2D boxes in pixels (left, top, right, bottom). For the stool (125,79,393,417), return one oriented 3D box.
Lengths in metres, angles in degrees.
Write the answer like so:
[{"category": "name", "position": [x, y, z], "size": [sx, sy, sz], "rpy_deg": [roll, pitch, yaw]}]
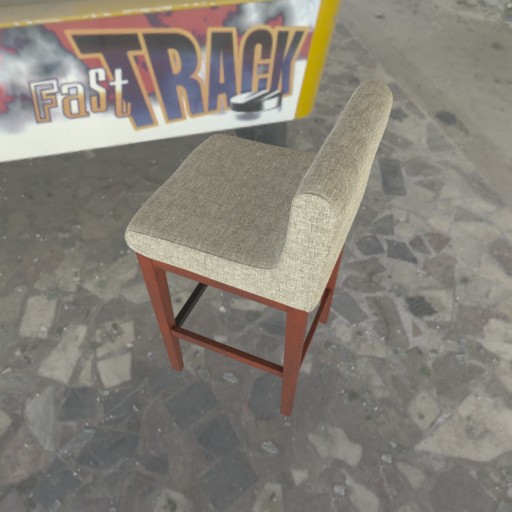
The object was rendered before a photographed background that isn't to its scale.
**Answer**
[{"category": "stool", "position": [0.000, 0.000, 1.137], "size": [0.459, 0.835, 0.417], "rpy_deg": [17, 49, 16]}]
